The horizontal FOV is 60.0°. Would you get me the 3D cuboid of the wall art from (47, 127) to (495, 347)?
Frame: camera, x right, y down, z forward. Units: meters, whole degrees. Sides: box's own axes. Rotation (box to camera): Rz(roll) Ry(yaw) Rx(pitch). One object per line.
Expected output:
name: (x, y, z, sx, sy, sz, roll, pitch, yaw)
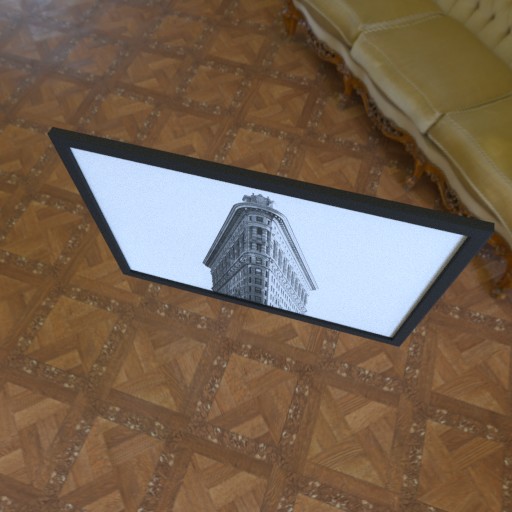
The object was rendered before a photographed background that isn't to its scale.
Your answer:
wall art: (0.000, 0.000, 1.212, 0.964, 0.659, 0.049, 15, 60, 9)
